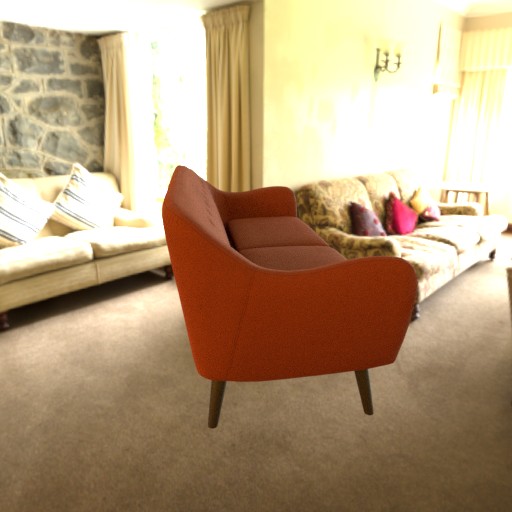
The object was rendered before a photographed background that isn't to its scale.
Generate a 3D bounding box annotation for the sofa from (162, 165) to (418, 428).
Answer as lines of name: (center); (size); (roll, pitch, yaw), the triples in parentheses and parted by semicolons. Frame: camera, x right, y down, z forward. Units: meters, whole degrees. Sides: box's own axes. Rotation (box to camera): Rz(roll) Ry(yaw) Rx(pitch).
sofa: (0.000, 0.000, 2.255); (0.820, 0.836, 1.840); (-2, 16, -8)
